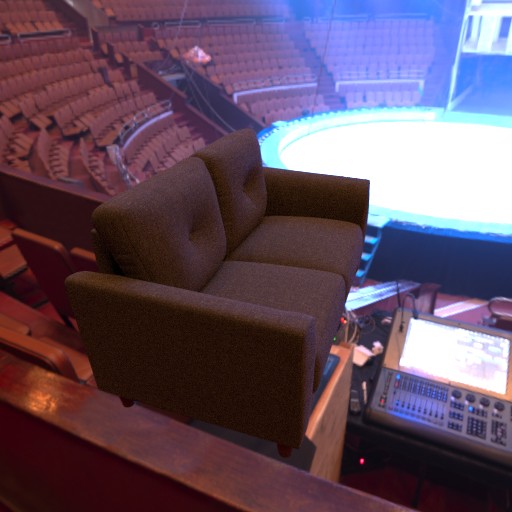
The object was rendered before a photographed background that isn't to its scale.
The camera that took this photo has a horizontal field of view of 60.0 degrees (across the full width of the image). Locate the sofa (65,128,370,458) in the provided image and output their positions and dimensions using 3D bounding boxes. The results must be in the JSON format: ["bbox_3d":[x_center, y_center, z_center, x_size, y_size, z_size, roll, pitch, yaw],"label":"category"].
[{"bbox_3d":[0.000,0.000,2.010,0.851,0.885,1.423,10,30,18],"label":"sofa"}]
